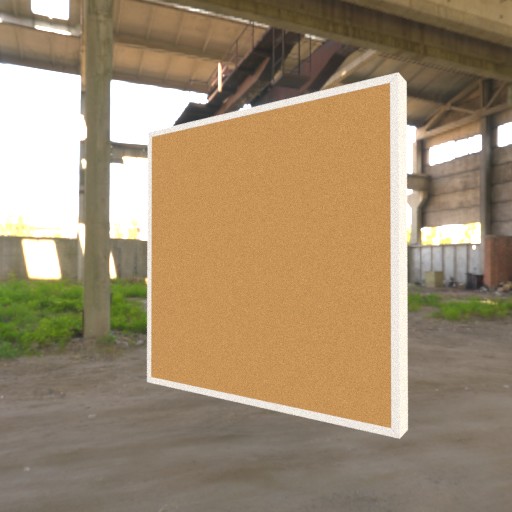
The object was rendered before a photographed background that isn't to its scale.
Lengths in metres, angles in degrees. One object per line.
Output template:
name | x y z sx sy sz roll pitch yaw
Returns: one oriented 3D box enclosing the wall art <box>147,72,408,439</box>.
wall art | 0.000 0.000 0.464 0.304 0.304 0.024 0 -1 34
